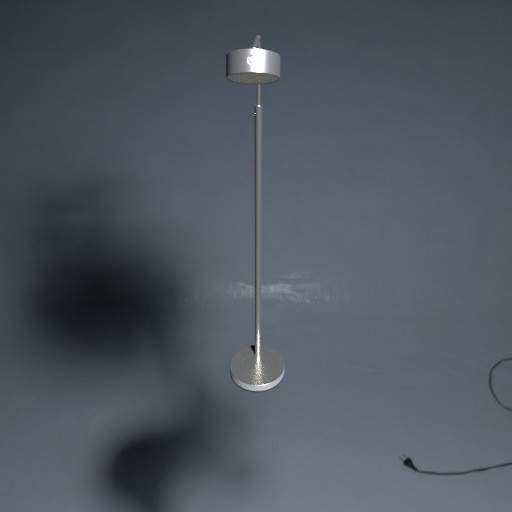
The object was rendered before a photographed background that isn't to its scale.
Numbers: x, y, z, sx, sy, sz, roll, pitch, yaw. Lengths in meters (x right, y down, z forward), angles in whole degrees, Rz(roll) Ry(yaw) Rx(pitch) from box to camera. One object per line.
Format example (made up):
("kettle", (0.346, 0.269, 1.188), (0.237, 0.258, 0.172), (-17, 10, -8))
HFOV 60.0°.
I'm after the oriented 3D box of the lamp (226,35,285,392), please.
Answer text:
("lamp", (0.000, 0.000, 1.404), (0.222, 1.250, 0.421), (1, 33, 2))
